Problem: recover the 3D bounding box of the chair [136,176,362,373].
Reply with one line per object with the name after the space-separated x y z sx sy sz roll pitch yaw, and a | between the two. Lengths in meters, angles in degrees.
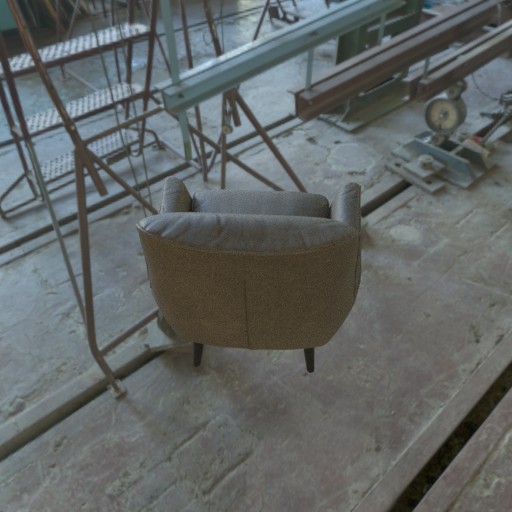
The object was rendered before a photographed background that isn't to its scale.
0.000 0.000 1.532 0.787 0.888 0.824 2 45 2 | chair
